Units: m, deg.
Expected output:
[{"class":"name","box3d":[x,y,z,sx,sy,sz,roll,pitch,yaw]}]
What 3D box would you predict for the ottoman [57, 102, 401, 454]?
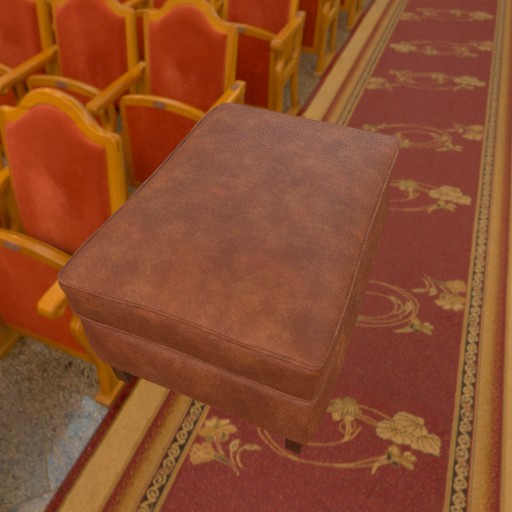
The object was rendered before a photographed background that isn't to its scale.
[{"class":"ottoman","box3d":[0.000,0.000,0.995,0.501,0.418,0.665,17,49,15]}]
